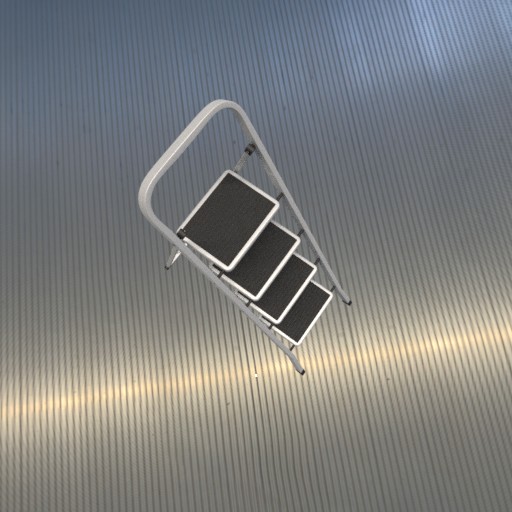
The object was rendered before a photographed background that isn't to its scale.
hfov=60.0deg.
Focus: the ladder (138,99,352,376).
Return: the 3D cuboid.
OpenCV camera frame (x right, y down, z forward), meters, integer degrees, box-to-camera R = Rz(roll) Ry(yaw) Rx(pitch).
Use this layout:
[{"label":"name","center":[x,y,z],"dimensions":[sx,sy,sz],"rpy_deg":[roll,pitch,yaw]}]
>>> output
[{"label":"ladder","center":[0.000,0.000,1.737],"dimensions":[0.914,1.265,0.460],"rpy_deg":[35,78,9]}]
